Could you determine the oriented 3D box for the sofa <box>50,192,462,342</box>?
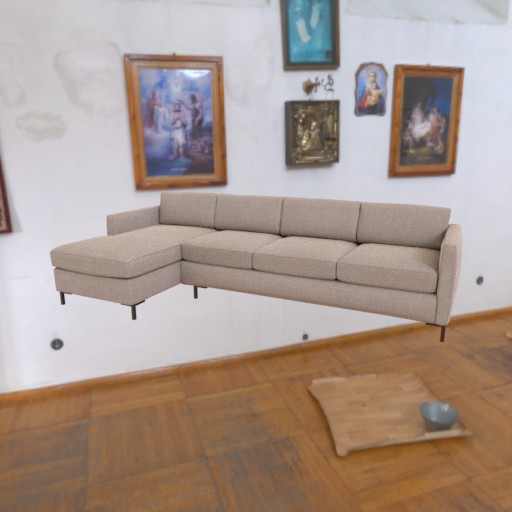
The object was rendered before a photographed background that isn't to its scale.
[{"bbox_3d":[0.000,0.000,3.486,2.923,0.816,1.469,7,15,25],"label":"sofa"}]
